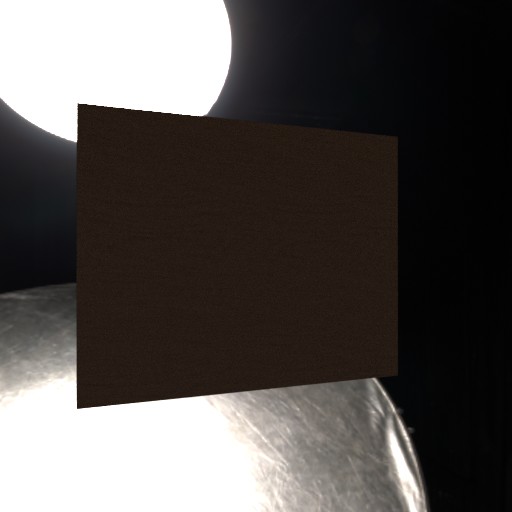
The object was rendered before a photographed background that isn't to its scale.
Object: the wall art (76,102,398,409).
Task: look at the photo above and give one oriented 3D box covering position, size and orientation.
[{"bbox_3d":[0.000,0.000,0.676,0.508,0.406,0.013,0,0,-19],"label":"wall art"}]
